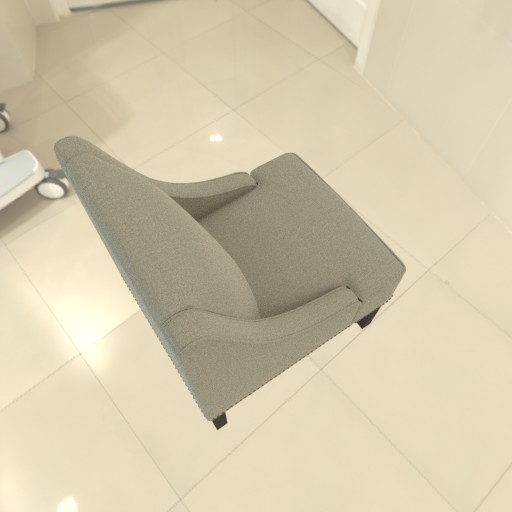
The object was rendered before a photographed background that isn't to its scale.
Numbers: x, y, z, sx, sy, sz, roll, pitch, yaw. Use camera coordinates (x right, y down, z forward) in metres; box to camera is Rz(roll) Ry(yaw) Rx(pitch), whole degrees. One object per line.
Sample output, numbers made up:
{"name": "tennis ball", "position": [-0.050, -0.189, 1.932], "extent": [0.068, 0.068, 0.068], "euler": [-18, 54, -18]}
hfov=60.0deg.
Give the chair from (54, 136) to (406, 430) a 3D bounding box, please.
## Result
{"name": "chair", "position": [0.000, 0.000, 1.352], "extent": [0.737, 0.864, 0.610], "euler": [-30, 64, -17]}
